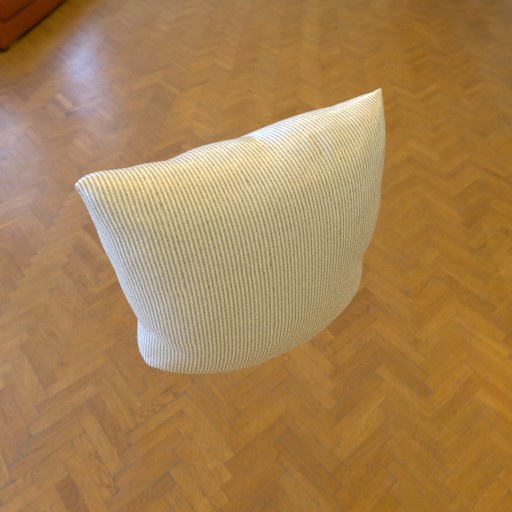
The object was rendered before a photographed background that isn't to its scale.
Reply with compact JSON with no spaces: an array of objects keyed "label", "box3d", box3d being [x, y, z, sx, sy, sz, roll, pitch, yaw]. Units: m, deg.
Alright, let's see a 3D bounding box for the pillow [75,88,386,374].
[{"label":"pillow","box3d":[0.000,0.000,0.700,0.387,0.432,0.310,3,46,3]}]
